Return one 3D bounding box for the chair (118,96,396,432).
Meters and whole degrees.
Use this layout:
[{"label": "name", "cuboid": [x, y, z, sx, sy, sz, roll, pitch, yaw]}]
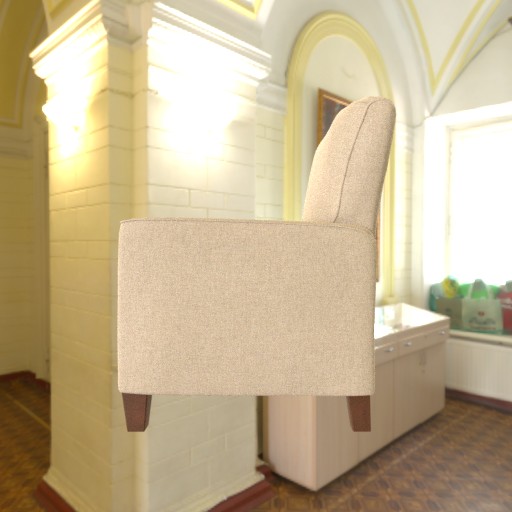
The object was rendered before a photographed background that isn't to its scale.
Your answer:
[{"label": "chair", "cuboid": [0.000, 0.000, 1.672, 0.859, 1.023, 0.845, 0, 1, 0]}]
